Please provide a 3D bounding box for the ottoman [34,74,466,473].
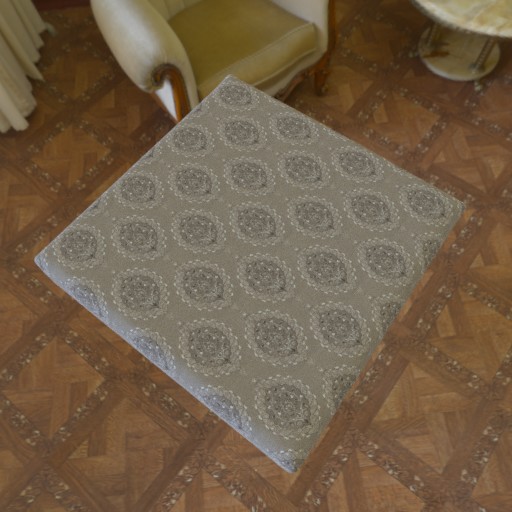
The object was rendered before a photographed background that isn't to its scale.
[{"bbox_3d":[0.000,0.000,1.398,0.890,0.411,0.889,34,69,15],"label":"ottoman"}]
